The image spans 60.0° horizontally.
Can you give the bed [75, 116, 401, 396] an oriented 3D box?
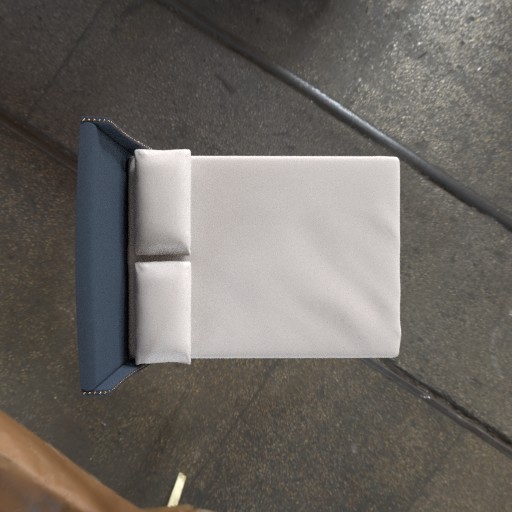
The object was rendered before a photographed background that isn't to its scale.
[{"bbox_3d":[0.000,0.000,3.338,2.237,1.407,1.710,0,90,-1],"label":"bed"}]
